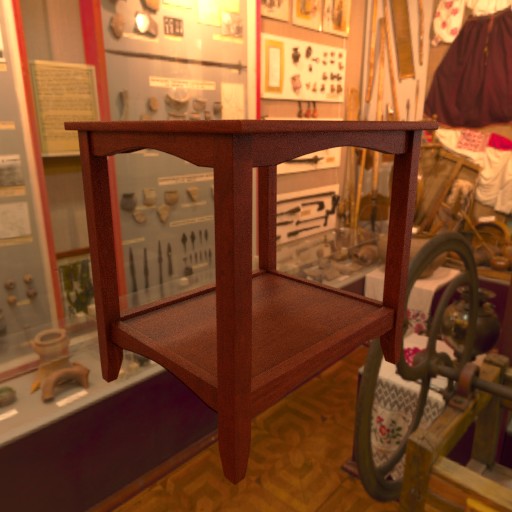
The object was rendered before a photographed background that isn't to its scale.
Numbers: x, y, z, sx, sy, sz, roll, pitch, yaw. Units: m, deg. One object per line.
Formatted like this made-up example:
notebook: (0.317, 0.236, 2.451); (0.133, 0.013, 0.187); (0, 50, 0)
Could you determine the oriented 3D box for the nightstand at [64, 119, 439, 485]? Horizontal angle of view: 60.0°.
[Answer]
nightstand: (0.000, 0.000, 0.961); (0.501, 0.558, 0.558); (16, 23, 42)
